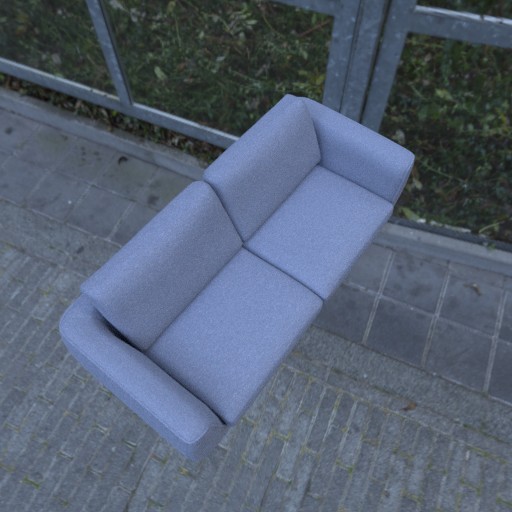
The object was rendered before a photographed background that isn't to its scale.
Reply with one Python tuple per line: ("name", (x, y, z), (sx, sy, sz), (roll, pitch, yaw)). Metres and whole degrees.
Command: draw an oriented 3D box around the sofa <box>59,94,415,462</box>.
("sofa", (0.000, 0.000, 2.496), (0.920, 0.870, 2.000), (33, 64, 18))
